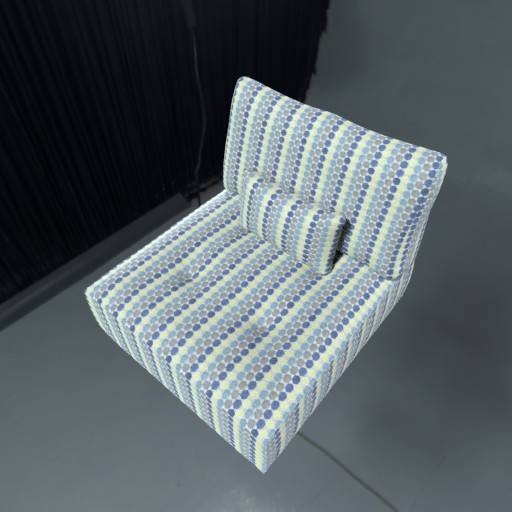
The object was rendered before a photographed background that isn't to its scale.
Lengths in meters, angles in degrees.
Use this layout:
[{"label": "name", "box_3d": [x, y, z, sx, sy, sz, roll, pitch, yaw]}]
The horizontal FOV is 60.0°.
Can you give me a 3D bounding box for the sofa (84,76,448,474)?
[{"label": "sofa", "box_3d": [0.000, 0.000, 1.700, 0.930, 0.830, 1.000, 32, 55, 26]}]
